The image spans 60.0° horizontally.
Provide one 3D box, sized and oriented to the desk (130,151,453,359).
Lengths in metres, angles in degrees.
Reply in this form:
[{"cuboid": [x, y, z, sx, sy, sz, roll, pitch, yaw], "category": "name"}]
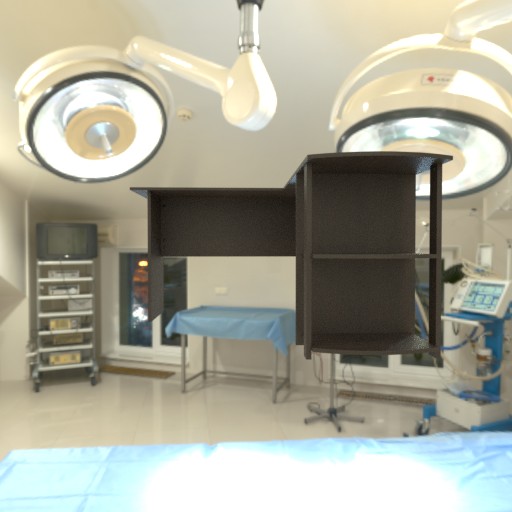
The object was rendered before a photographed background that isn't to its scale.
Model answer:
[{"cuboid": [0.000, 0.000, 2.115, 1.303, 0.716, 1.361, 0, 1, -2], "category": "desk"}]
